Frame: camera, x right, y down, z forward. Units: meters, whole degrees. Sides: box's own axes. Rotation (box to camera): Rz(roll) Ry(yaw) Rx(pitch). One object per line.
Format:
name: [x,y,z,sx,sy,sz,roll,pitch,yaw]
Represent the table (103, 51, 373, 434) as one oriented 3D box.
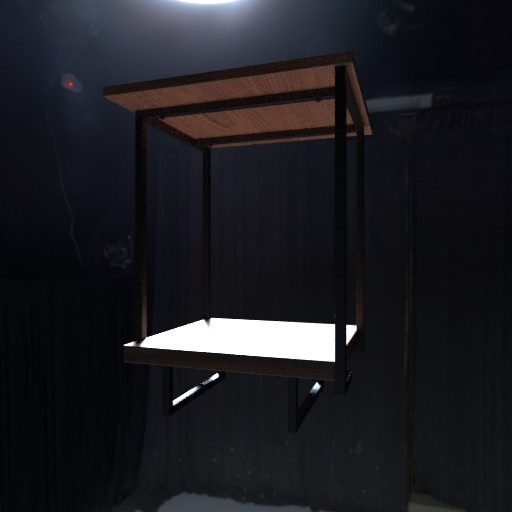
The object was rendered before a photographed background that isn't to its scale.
table: [0.000,0.000,0.859,0.411,0.567,0.384,0,0,19]
